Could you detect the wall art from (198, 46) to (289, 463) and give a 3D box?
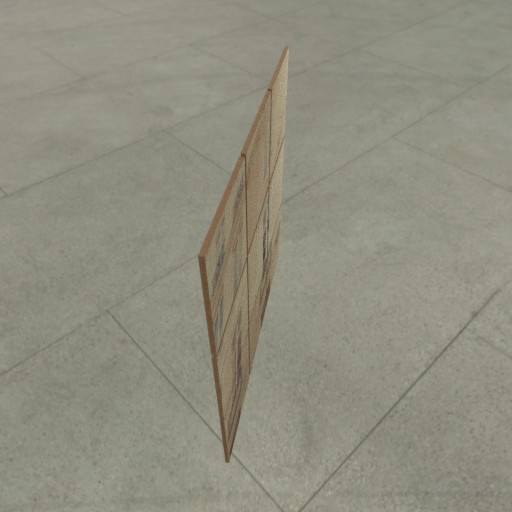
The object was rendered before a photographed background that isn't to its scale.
[{"bbox_3d":[0.000,0.000,1.360,0.018,0.913,0.915,8,46,8],"label":"wall art"}]
